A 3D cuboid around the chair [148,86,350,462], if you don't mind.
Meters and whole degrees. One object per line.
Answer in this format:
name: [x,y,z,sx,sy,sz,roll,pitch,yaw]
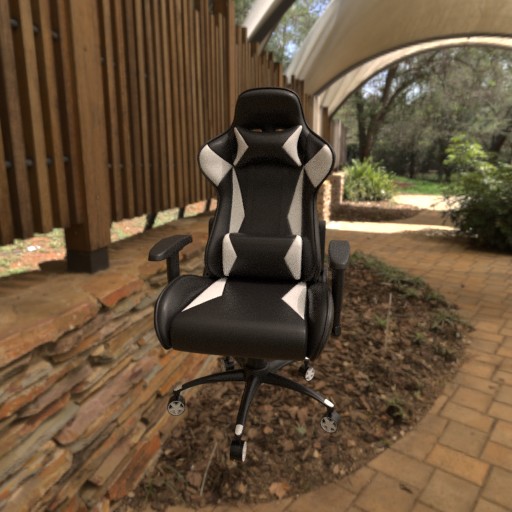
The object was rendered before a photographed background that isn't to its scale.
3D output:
chair: [0.000,0.000,1.691,0.730,1.285,0.695,2,14,10]
